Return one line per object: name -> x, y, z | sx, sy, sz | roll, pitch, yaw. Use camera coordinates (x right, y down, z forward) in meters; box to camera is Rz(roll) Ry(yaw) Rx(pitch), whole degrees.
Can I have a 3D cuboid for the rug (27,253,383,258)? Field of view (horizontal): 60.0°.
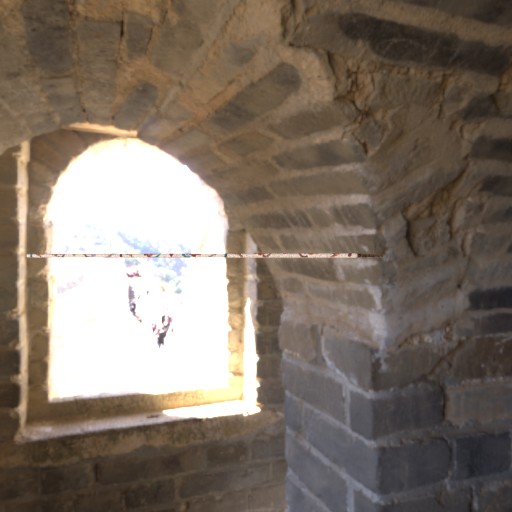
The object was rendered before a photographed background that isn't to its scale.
rug -> 0.000, 0.000, 2.949 | 1.541, 0.018, 2.297 | 0, 0, 18
